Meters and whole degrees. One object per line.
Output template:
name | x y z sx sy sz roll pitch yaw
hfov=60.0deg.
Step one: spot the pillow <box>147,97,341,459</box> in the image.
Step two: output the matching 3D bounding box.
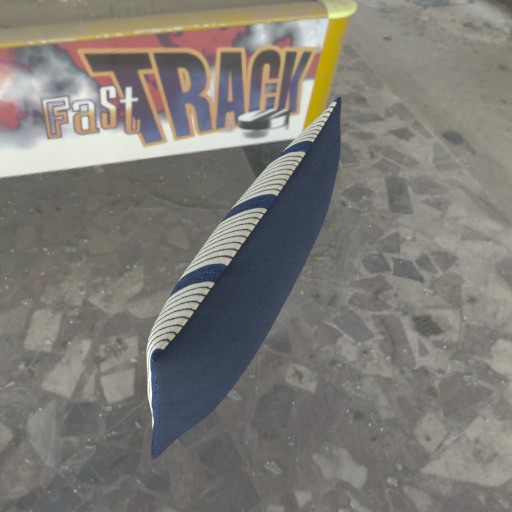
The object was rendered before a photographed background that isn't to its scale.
pillow | 0.000 0.000 0.720 0.156 0.292 0.608 18 47 17
